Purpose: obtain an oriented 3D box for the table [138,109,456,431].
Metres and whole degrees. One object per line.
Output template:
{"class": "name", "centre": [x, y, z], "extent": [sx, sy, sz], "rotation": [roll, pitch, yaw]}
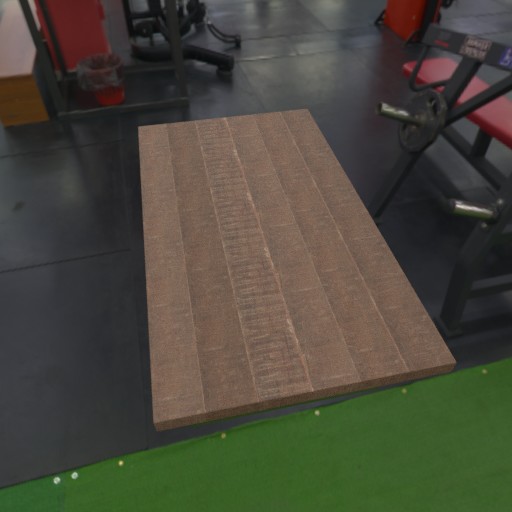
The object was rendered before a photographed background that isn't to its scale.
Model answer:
{"class": "table", "centre": [0.000, 0.000, 1.756], "extent": [0.800, 0.440, 1.400], "rotation": [-9, 47, -8]}
